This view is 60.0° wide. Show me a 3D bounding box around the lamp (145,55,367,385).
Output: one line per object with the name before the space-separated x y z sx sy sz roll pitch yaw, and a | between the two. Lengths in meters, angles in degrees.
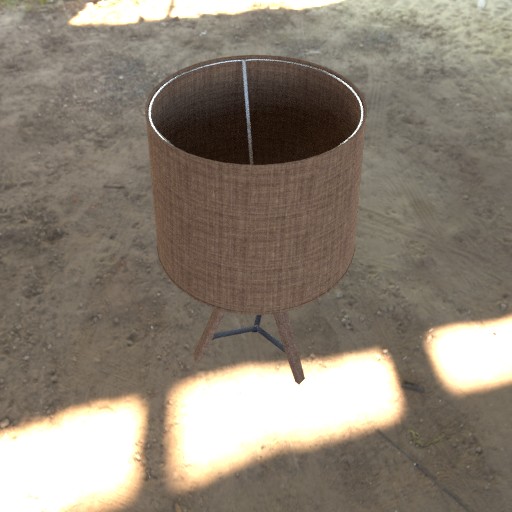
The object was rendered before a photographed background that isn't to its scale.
lamp | 0.000 0.000 0.690 0.290 0.514 0.290 0 47 0
